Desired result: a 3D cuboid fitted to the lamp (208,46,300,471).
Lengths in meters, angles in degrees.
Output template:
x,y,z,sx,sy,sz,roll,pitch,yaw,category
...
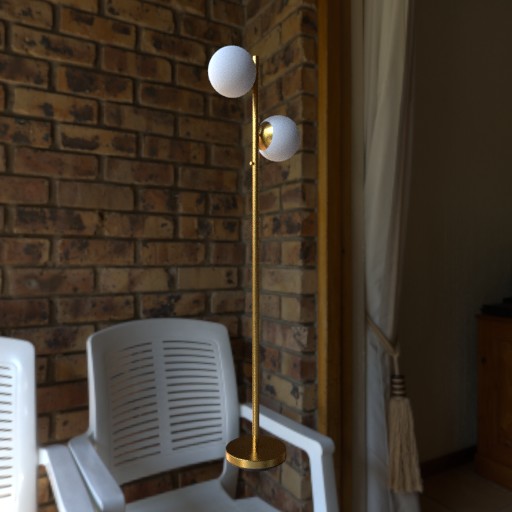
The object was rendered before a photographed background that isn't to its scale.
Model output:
x,y,z,sx,sy,sz,roll,pitch,yaw,category
0.000,0.000,1.813,0.419,1.641,0.249,0,-1,-35,lamp
